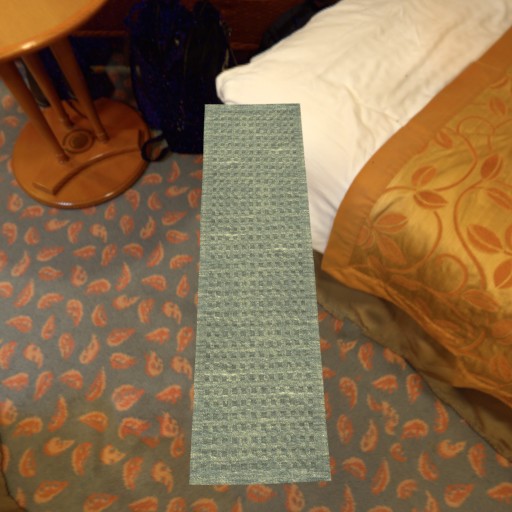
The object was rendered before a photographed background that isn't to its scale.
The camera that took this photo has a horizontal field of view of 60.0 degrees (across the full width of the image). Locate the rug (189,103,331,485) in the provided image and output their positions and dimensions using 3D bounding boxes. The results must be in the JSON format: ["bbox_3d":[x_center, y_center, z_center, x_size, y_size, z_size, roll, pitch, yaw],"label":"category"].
[{"bbox_3d":[0.000,0.000,2.669,0.688,0.008,2.443,-1,64,0],"label":"rug"}]
